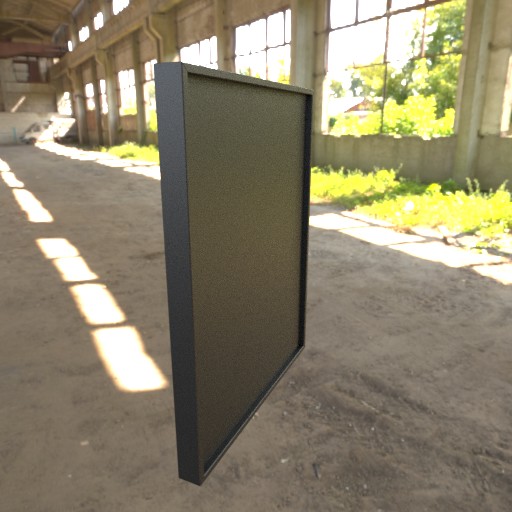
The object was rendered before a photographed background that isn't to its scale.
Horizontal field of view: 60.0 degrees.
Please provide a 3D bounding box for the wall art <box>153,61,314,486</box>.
[{"bbox_3d":[0.000,0.000,0.750,0.039,0.555,0.449,8,18,24],"label":"wall art"}]
